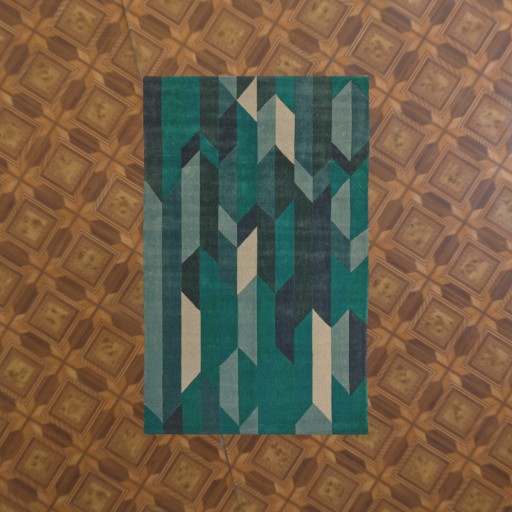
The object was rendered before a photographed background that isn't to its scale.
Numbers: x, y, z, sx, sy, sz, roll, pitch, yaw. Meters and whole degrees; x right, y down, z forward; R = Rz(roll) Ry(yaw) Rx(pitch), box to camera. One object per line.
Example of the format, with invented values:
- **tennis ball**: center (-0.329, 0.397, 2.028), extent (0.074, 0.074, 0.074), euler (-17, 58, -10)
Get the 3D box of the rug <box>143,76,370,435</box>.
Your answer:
- **rug**: center (0.000, 0.000, 2.995), extent (1.528, 0.005, 2.420), euler (0, 91, 0)
